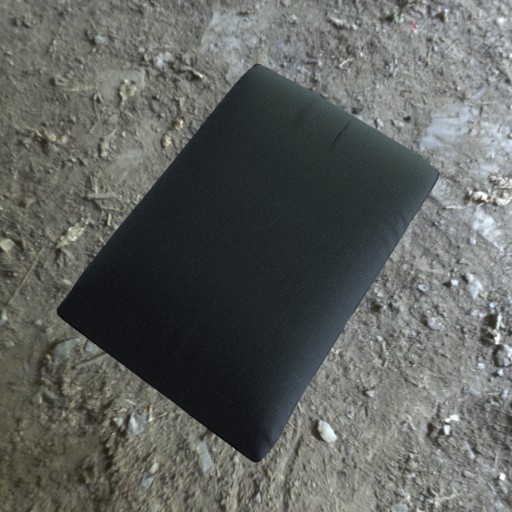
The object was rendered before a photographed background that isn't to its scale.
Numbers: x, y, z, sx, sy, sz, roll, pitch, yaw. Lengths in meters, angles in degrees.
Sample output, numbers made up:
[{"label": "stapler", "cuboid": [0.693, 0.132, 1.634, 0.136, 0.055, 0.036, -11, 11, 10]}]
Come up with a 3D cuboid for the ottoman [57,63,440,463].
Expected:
[{"label": "ottoman", "cuboid": [0.000, 0.000, 1.125, 0.558, 0.486, 0.767, 34, 77, 9]}]
